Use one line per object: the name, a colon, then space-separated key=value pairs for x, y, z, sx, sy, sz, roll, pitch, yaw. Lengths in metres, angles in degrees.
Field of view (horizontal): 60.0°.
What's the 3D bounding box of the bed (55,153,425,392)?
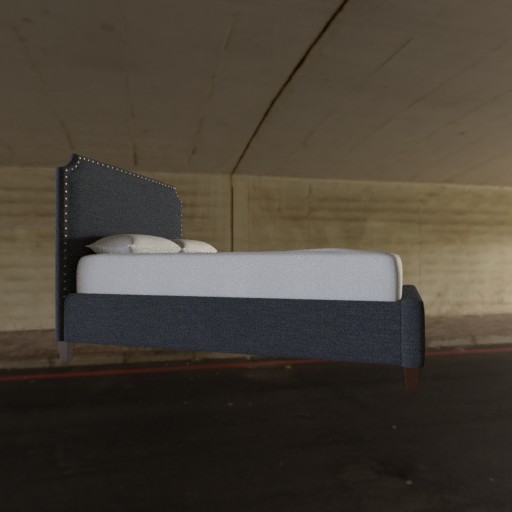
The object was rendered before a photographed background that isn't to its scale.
bed: x=0.000 y=0.000 z=3.436 sx=2.372 sy=1.443 sz=1.713 roll=0 pitch=-1 yaw=18
